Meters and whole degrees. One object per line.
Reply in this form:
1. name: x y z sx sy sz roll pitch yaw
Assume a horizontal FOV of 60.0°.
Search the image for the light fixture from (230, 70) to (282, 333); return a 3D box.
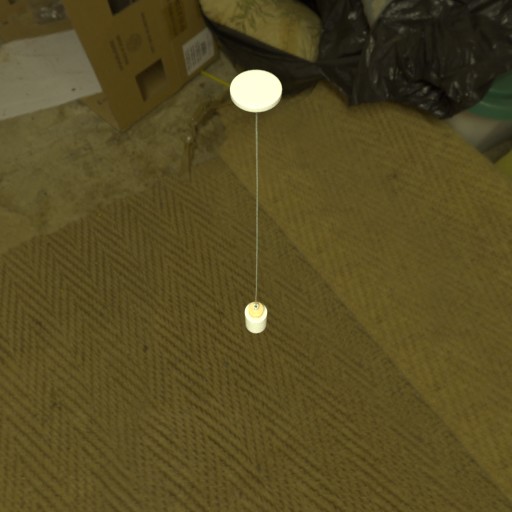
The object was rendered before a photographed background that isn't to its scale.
1. light fixture: 0.000 0.000 1.868 0.125 1.798 0.125 35 68 16
